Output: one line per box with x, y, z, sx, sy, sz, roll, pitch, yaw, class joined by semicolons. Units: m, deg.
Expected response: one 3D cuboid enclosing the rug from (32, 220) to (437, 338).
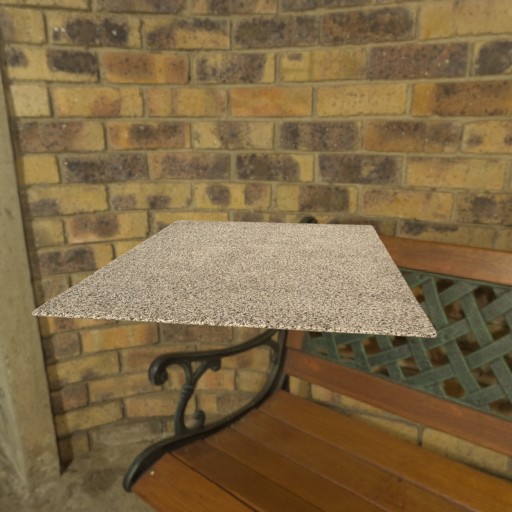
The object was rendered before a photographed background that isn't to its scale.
0.000;0.000;4.056;2.438;0.029;3.047;2;16;7;rug
